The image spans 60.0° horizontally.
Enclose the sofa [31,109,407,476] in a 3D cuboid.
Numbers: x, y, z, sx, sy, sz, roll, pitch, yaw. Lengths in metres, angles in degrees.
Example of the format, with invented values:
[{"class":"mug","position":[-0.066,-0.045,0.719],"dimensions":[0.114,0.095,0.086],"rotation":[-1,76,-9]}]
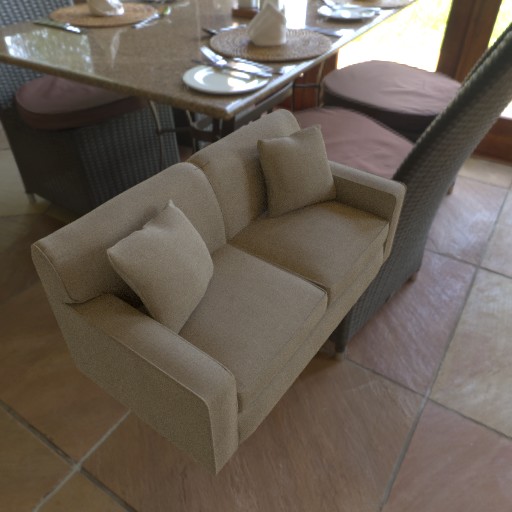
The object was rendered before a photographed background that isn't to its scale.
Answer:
[{"class":"sofa","position":[0.000,0.000,2.408],"dimensions":[0.998,0.958,1.846],"rotation":[25,46,27]}]
